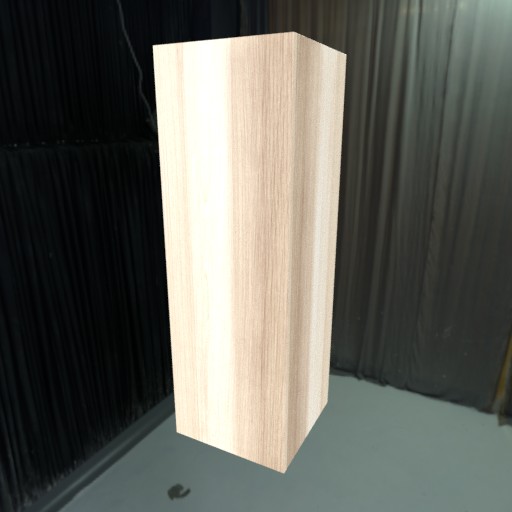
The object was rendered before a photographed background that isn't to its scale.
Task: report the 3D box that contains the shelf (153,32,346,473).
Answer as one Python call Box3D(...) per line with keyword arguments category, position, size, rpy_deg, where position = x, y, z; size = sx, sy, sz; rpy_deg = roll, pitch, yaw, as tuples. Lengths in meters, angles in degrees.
Box3D(category="shelf", position=(0.000, 0.000, 1.026), size=(0.290, 0.872, 0.290), rpy_deg=(9, 19, 26))
